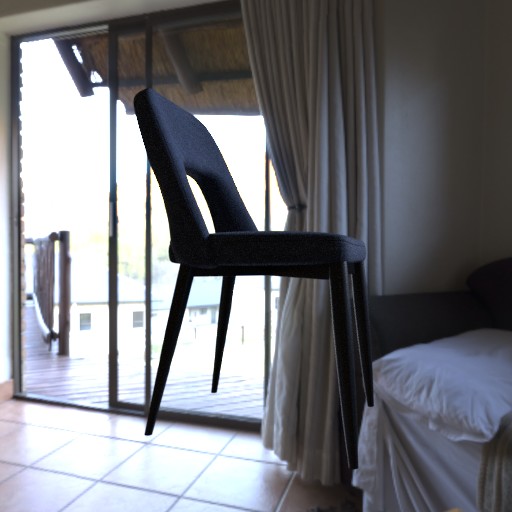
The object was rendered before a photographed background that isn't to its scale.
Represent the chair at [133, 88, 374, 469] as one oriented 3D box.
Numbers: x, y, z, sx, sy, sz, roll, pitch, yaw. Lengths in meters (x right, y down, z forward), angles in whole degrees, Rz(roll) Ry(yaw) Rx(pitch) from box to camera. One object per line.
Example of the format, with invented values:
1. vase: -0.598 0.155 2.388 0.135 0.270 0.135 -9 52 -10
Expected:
1. chair: 0.000 0.000 1.248 0.612 0.931 0.470 0 0 19
